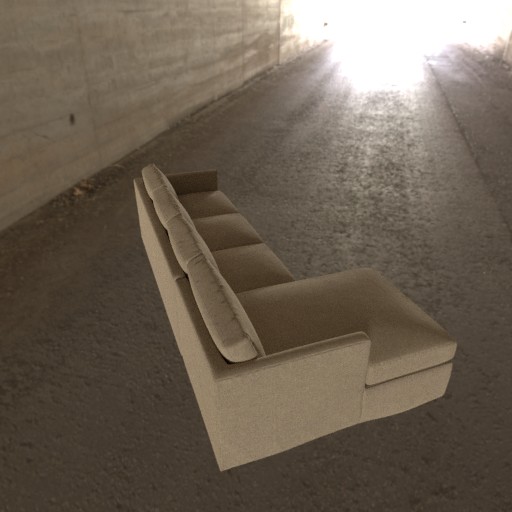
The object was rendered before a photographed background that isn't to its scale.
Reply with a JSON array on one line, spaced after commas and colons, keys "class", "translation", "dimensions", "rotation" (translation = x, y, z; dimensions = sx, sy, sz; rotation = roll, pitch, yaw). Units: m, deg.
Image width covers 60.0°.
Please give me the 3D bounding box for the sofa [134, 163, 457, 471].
[{"class": "sofa", "translation": [0.000, 0.000, 3.864], "dimensions": [1.638, 0.920, 3.198], "rotation": [-11, 31, -18]}]
